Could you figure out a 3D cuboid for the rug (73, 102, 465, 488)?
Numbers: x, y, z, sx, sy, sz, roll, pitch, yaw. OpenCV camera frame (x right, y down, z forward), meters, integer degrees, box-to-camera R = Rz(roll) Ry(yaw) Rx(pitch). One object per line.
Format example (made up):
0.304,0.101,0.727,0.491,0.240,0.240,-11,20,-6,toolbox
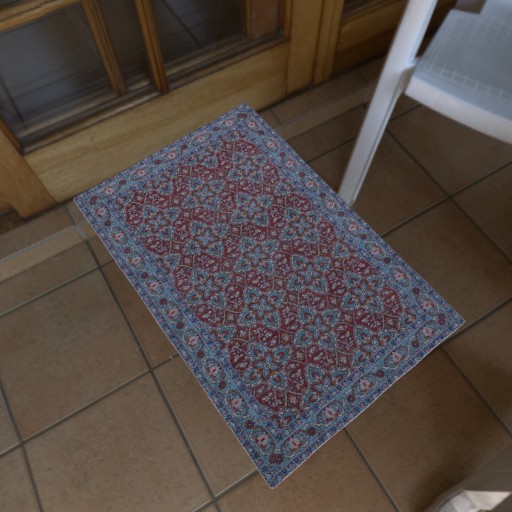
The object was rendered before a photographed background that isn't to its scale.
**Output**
0.000,0.000,2.346,1.219,0.009,1.829,-34,69,-15,rug
